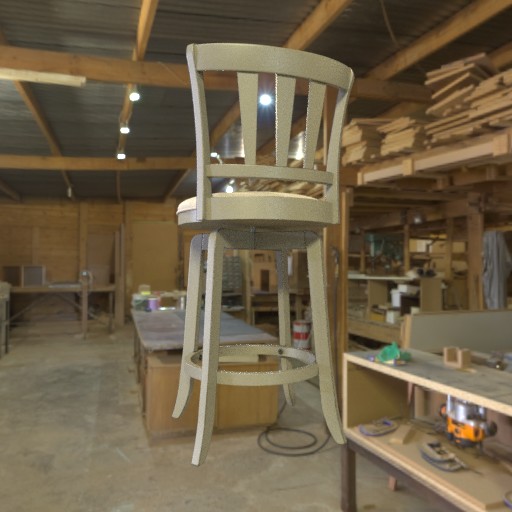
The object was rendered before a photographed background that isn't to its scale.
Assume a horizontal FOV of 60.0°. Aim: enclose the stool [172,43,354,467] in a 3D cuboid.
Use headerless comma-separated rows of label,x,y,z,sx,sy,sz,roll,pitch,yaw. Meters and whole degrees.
stool,0.000,0.000,1.252,0.450,0.994,0.486,0,-1,-19
